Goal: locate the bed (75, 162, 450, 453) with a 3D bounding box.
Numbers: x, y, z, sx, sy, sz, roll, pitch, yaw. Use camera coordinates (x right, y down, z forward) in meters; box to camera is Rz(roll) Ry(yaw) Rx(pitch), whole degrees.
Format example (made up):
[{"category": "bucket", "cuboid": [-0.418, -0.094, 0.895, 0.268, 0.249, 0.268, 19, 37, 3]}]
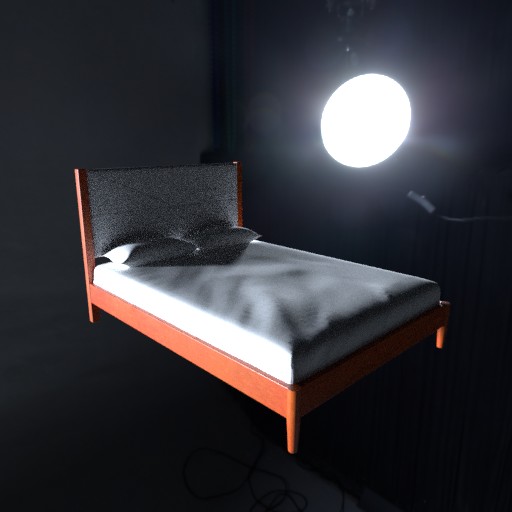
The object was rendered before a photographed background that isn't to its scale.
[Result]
[{"category": "bed", "cuboid": [0.000, 0.000, 3.085, 1.566, 1.165, 2.117, -14, 20, -42]}]
